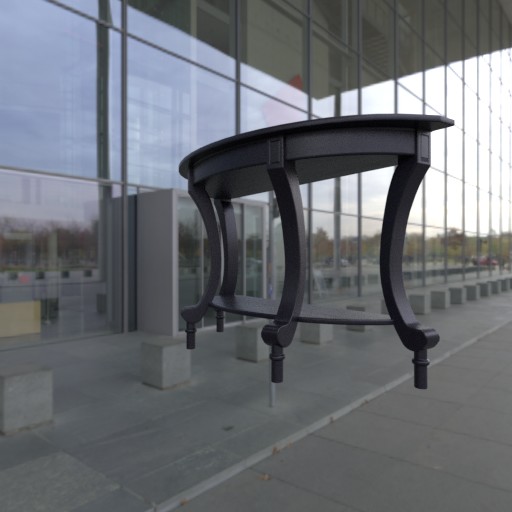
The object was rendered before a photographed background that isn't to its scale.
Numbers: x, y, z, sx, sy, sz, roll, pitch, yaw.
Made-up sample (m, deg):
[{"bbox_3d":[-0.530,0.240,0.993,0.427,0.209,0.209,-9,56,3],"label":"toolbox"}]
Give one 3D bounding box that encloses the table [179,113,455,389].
[{"bbox_3d":[0.000,0.000,1.502,0.394,0.692,1.198,0,0,-35],"label":"table"}]
